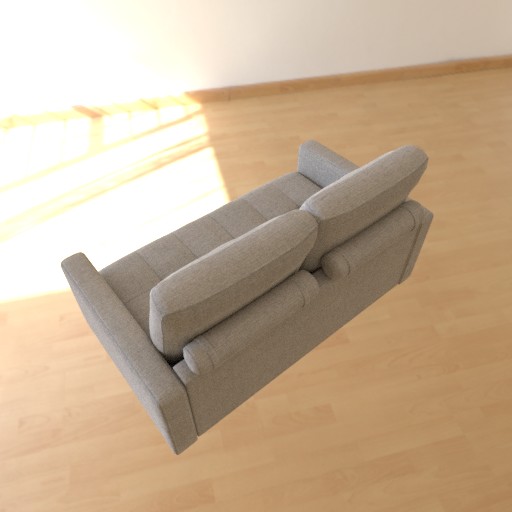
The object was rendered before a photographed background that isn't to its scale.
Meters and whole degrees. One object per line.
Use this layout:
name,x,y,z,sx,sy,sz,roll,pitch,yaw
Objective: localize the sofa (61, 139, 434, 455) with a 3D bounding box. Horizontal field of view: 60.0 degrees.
sofa,0.000,0.000,1.938,1.407,0.907,0.842,-31,54,-26
